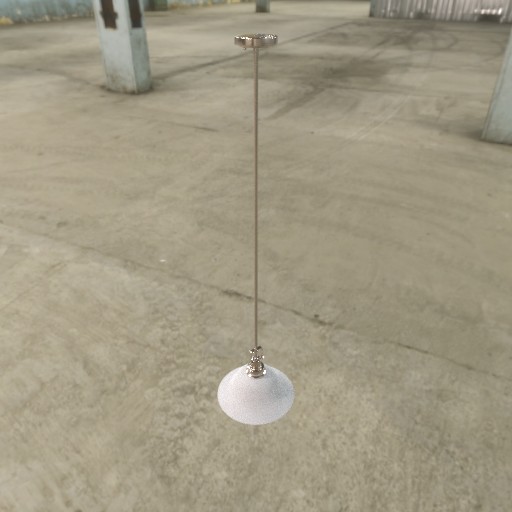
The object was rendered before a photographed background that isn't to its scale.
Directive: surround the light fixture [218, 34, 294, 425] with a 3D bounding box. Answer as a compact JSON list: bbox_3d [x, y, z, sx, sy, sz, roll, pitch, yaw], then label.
[{"bbox_3d":[0.000,0.000,1.516,0.324,1.354,0.324,-20,37,-30],"label":"light fixture"}]
